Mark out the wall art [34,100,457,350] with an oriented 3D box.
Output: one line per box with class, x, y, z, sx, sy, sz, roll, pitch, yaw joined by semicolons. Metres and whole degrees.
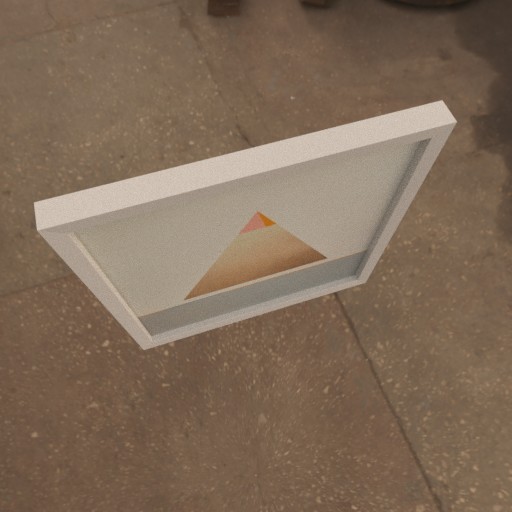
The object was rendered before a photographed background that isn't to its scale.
wall art;0.000;0.000;1.899;1.289;1.291;0.098;-16;65;-8
